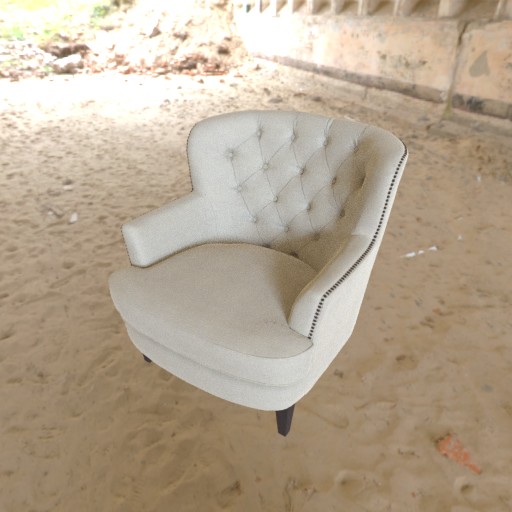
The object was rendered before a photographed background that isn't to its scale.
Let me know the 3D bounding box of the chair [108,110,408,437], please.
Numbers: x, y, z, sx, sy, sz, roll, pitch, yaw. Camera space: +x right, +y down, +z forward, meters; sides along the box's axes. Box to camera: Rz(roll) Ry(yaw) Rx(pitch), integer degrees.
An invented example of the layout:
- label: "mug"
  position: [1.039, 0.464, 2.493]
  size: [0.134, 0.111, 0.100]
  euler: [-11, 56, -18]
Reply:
- label: "chair"
  position: [0.000, 0.000, 1.616]
  size: [0.848, 0.868, 0.906]
  euler: [18, 34, 29]
